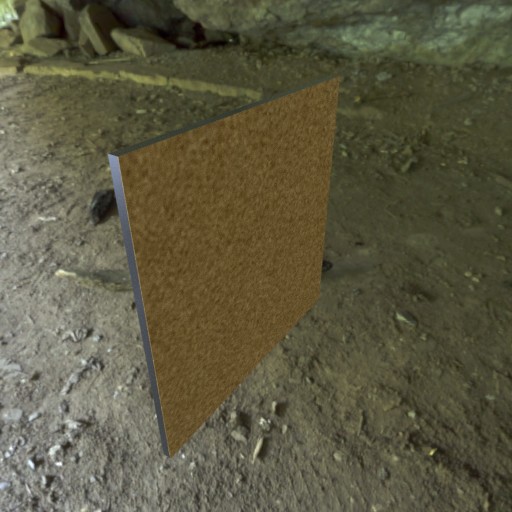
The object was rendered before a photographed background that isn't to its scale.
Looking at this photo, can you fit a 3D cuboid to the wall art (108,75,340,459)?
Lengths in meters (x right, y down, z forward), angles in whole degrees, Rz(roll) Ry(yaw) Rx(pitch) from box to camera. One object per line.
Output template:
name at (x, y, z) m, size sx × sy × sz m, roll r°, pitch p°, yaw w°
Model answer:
wall art at (0.000, 0.000, 0.667) m, size 0.014 × 0.445 × 0.446 m, roll 20°, pitch 38°, yaw 29°
